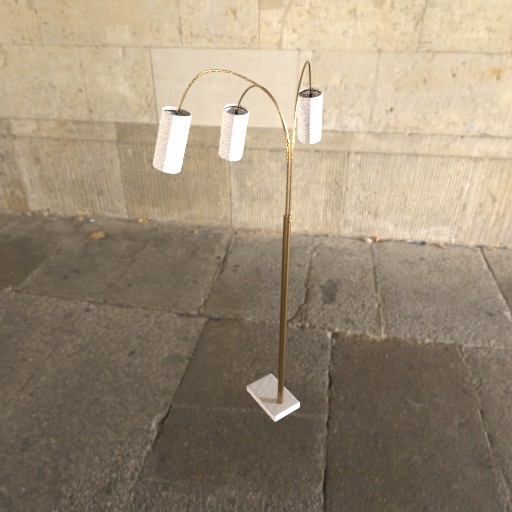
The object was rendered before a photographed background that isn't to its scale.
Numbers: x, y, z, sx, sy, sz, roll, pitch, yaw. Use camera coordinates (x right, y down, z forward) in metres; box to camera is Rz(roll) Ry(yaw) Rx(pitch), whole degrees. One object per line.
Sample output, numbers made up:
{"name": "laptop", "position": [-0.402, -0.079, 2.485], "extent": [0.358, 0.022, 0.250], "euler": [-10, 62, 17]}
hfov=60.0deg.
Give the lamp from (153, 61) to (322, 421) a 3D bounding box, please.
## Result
{"name": "lamp", "position": [0.000, 0.000, 2.561], "extent": [1.020, 2.055, 0.667], "euler": [-19, 36, -29]}
